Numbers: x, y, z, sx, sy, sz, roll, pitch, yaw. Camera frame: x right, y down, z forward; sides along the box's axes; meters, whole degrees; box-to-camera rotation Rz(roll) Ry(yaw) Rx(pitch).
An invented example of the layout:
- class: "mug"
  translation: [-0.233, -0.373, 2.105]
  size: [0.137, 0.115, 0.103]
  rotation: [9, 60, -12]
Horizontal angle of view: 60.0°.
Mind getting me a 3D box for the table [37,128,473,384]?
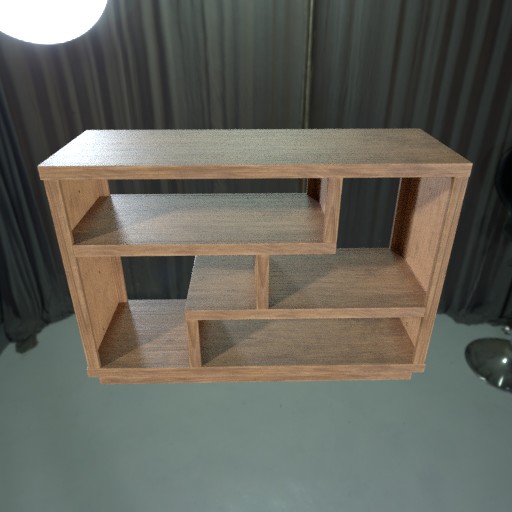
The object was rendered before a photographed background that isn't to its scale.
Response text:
- class: "table"
  translation: [0.000, 0.000, 1.531]
  size: [1.151, 0.771, 0.410]
  rotation: [-1, 29, -1]
